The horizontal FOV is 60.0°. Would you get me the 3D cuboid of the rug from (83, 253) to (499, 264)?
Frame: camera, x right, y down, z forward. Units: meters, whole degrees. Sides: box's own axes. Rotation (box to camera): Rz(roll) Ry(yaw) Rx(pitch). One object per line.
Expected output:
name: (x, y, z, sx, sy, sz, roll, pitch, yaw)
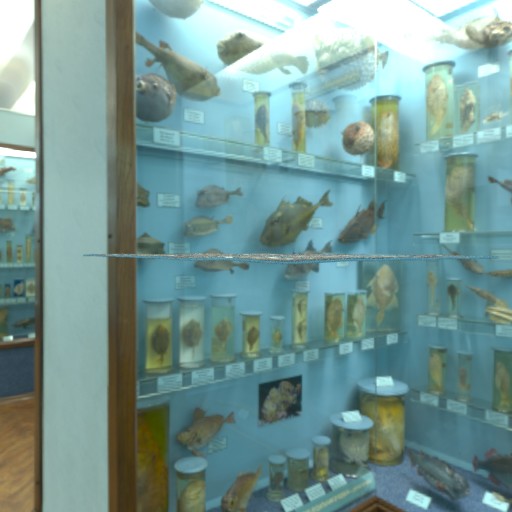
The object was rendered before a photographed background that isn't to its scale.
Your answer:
rug: (0.000, 0.000, 2.244, 1.195, 0.014, 1.847, -1, 1, -37)
